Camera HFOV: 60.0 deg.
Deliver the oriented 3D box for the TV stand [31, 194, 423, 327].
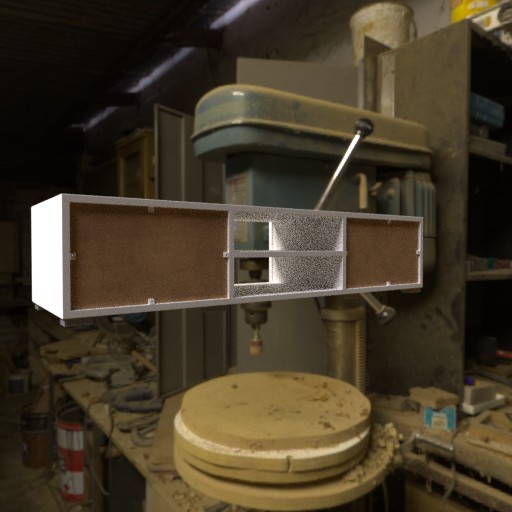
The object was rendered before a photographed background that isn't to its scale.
[{"bbox_3d":[0.000,0.000,1.601,1.400,0.310,0.420,-1,1,-36],"label":"TV stand"}]
